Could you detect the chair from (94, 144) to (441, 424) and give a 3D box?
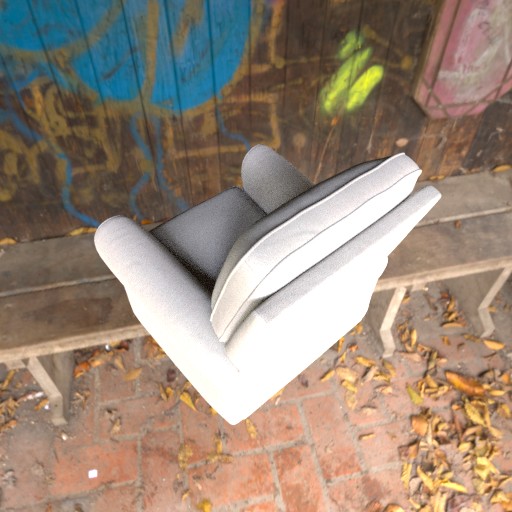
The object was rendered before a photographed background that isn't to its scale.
[{"bbox_3d":[0.000,0.000,1.660,0.890,0.960,0.878,-33,55,-26],"label":"chair"}]
